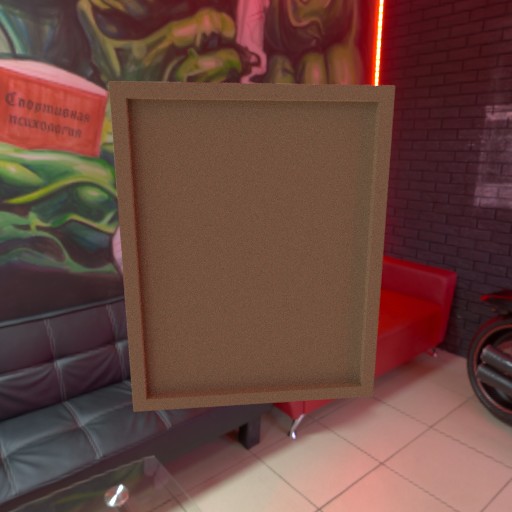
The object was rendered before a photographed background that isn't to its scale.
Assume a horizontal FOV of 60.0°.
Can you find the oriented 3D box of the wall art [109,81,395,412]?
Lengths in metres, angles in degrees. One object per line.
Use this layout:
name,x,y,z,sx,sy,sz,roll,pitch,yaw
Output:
wall art,0.000,0.000,0.699,0.406,0.508,0.028,-2,14,-6
